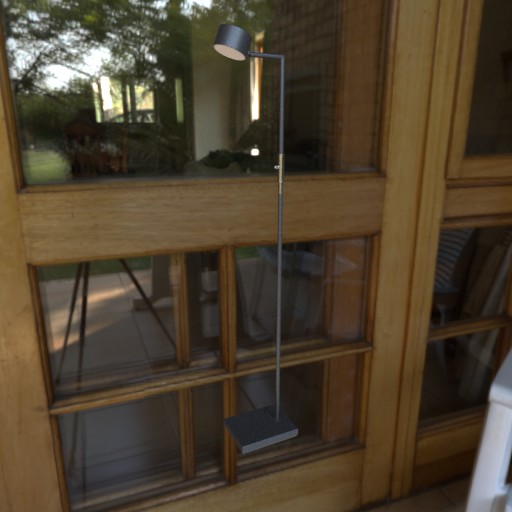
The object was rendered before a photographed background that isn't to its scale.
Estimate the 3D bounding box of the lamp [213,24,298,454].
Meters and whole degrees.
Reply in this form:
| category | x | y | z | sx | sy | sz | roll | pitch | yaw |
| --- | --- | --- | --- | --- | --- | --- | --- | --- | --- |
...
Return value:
| category | x | y | z | sx | sy | sz | roll | pitch | yaw |
| --- | --- | --- | --- | --- | --- | --- | --- | --- | --- |
| lamp | 0.000 | 0.000 | 1.717 | 0.304 | 1.600 | 0.203 | -8 | 17 | -25 |
